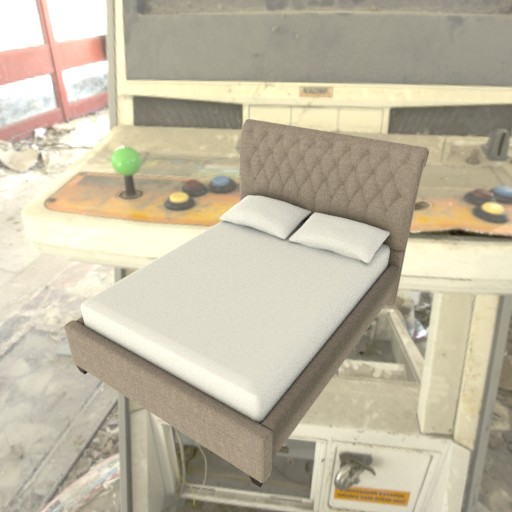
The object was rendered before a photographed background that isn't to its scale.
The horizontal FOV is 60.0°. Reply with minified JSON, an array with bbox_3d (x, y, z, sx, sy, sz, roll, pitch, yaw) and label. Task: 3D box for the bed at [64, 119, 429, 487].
[{"bbox_3d":[0.000,0.000,3.268,1.645,1.371,2.252,19,35,29],"label":"bed"}]
